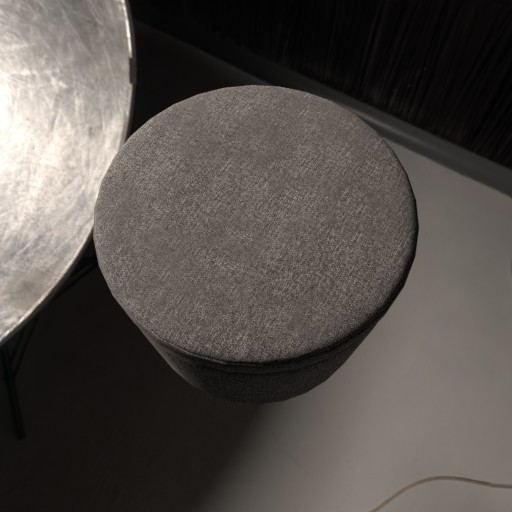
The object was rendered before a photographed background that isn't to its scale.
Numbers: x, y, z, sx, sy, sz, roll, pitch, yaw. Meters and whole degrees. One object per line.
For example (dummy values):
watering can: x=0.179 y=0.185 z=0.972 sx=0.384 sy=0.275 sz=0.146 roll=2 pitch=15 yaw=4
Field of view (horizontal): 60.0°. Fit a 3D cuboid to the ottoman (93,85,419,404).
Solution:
ottoman: x=0.000 y=0.000 z=0.849 sx=0.500 sy=0.419 sz=0.500 roll=0 pitch=64 yaw=0
